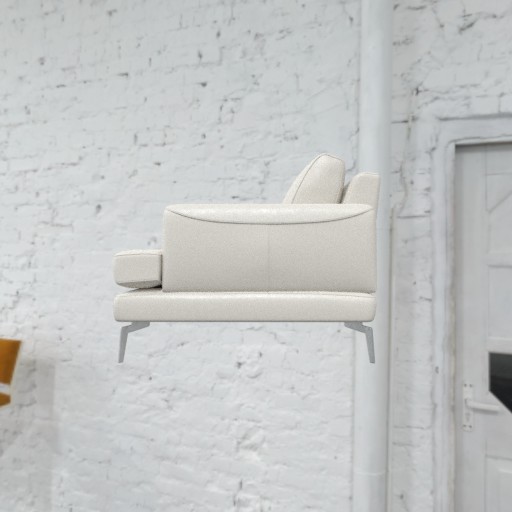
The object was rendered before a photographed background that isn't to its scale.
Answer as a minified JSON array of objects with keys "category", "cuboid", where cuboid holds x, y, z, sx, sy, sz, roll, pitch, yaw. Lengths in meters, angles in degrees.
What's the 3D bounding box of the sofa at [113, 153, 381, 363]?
[{"category":"sofa","cuboid":[0.000,0.000,2.469,0.974,0.765,1.940,0,-1,1]}]
